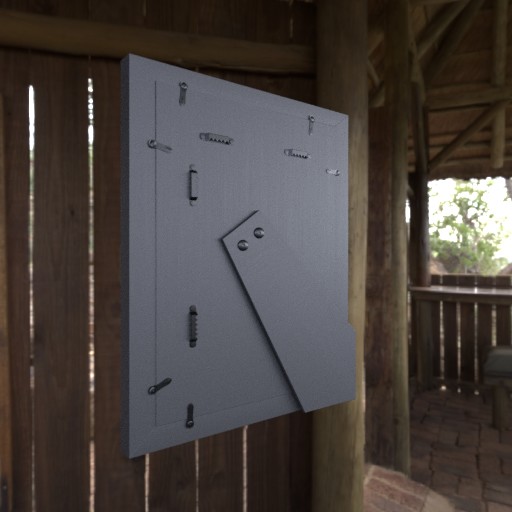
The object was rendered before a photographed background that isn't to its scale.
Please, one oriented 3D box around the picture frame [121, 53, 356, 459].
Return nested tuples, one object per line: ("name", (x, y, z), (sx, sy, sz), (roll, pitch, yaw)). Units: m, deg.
("picture frame", (0.000, 0.000, 0.514), (0.307, 0.383, 0.036), (0, 0, -37))
